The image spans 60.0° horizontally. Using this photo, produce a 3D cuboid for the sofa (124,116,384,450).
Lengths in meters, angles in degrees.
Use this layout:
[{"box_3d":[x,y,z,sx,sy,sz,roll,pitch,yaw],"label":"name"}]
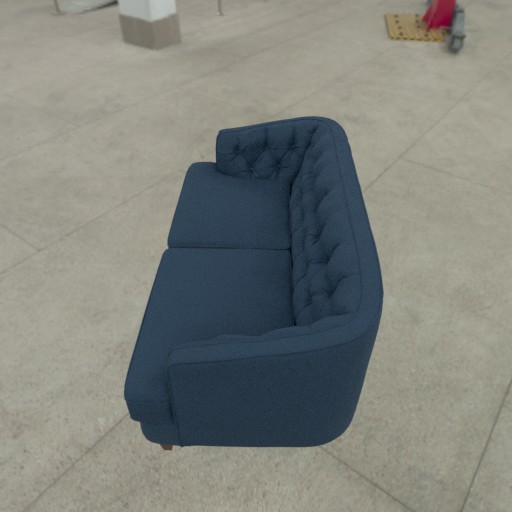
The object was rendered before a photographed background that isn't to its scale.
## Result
[{"box_3d":[0.000,0.000,2.241,0.941,0.854,1.733,1,41,2],"label":"sofa"}]
